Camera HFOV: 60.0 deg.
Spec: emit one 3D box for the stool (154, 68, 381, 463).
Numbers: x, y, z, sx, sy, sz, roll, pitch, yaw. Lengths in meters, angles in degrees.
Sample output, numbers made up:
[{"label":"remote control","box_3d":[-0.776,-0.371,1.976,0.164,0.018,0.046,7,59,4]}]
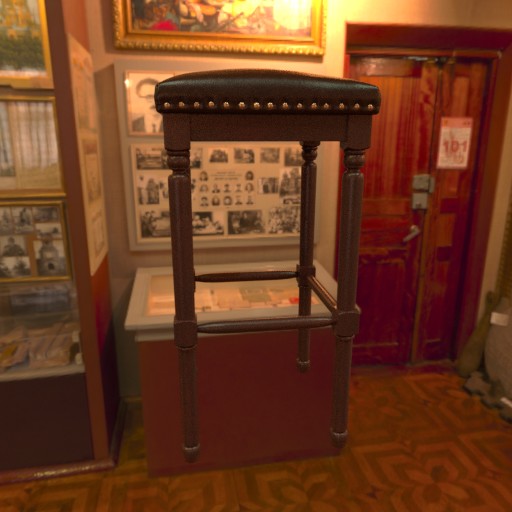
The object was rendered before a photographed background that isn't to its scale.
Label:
[{"label":"stool","box_3d":[0.000,0.000,0.989,0.382,0.768,0.383,-2,15,-8]}]
